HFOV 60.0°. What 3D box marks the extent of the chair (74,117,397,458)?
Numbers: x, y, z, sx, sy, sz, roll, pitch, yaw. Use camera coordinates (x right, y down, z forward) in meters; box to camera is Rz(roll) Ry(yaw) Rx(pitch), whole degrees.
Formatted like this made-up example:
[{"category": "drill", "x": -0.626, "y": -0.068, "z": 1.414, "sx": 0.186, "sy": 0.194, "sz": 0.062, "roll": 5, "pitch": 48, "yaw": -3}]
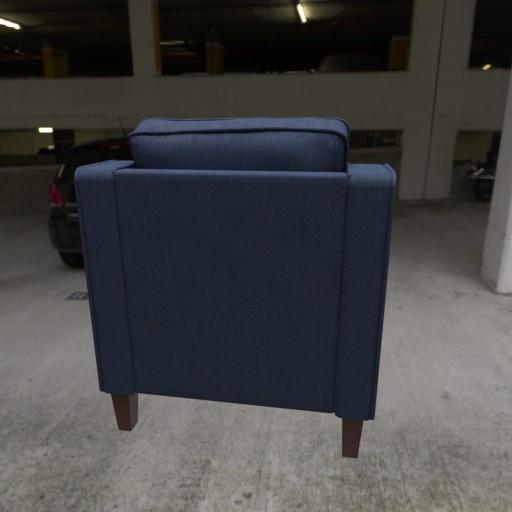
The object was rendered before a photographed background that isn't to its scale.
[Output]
[{"category": "chair", "x": 0.000, "y": 0.000, "z": 1.624, "sx": 0.831, "sy": 0.960, "sz": 0.909, "roll": 3, "pitch": 16, "yaw": 9}]
